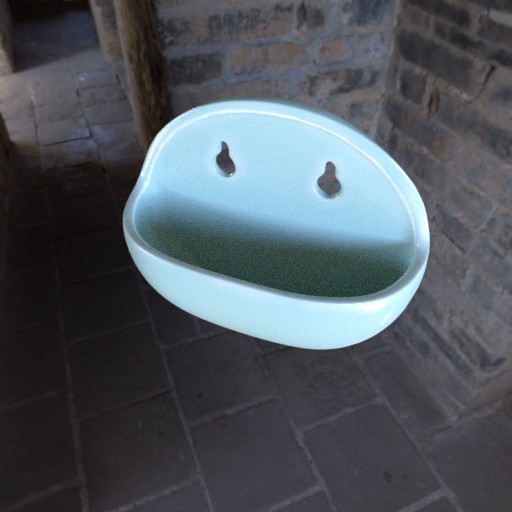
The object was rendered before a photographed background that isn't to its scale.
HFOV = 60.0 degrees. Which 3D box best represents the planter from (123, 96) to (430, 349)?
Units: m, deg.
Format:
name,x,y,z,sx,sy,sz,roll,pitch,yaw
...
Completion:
name,x,y,z,sx,sy,sz,roll,pitch,yaw
planter,0.000,0.000,0.262,0.189,0.164,0.073,14,45,15
